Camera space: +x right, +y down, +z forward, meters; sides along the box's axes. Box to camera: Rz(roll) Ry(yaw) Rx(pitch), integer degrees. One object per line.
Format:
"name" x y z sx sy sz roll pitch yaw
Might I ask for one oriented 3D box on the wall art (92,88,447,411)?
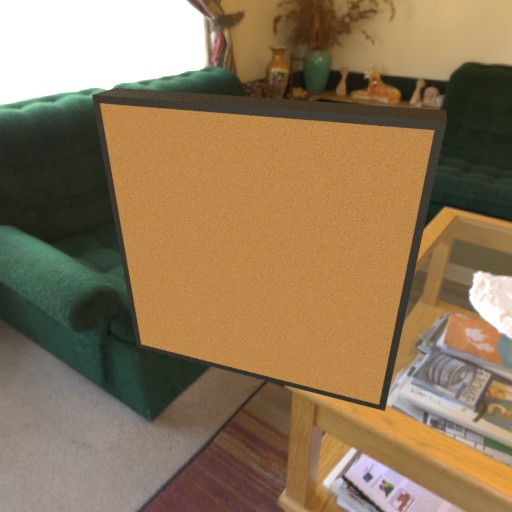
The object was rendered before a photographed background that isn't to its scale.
"wall art" 0.000 0.000 0.454 0.304 0.304 0.038 10 32 16
